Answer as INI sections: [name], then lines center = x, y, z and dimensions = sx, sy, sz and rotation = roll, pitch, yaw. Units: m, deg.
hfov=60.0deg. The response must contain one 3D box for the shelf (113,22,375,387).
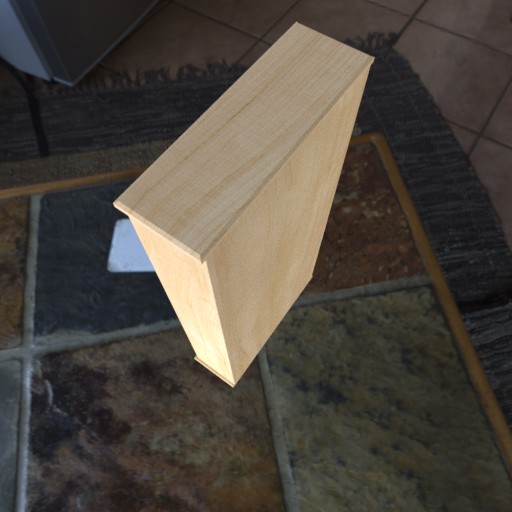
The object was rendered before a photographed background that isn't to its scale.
[shelf]
center = 0.000, 0.000, 1.215
dimensions = 0.175, 1.030, 0.520
rotation = 32, 68, 15
